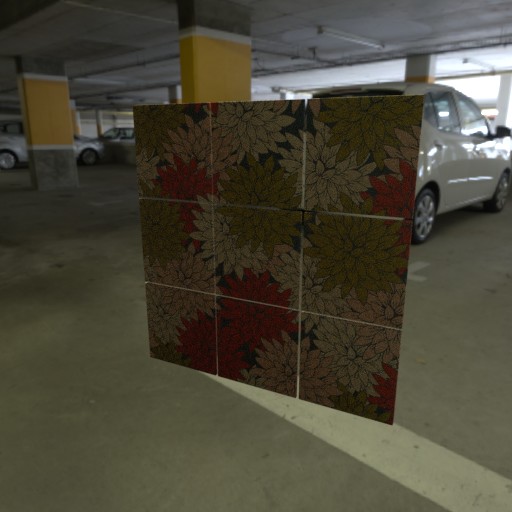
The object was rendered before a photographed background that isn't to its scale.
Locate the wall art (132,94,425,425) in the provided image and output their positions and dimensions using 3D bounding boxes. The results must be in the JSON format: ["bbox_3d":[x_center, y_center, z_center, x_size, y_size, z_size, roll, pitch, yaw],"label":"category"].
[{"bbox_3d":[0.000,0.000,1.380,0.904,0.913,0.013,8,17,26],"label":"wall art"}]
